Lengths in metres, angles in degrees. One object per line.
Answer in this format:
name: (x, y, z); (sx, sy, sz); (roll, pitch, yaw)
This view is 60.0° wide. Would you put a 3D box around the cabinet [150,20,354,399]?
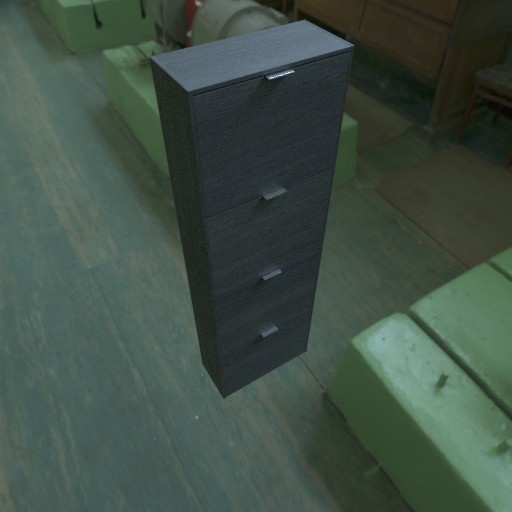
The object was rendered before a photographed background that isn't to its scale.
cabinet: (0.000, 0.000, 1.809); (0.520, 1.630, 0.255); (-24, 51, -21)
